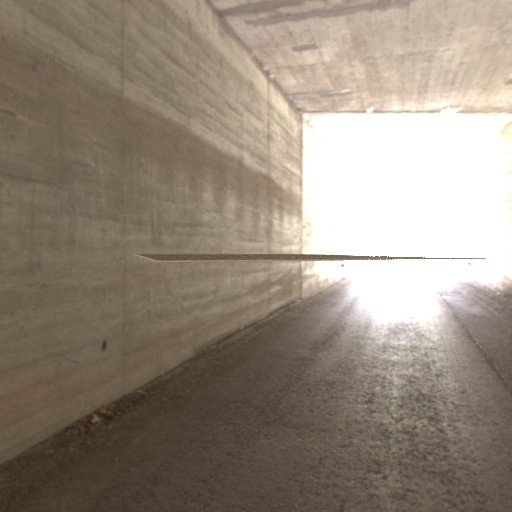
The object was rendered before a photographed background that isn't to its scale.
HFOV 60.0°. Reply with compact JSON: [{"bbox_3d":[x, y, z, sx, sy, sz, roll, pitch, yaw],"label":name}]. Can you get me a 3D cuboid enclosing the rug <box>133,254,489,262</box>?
[{"bbox_3d":[0.000,0.000,3.004,1.529,0.012,2.435,0,1,-17],"label":"rug"}]
